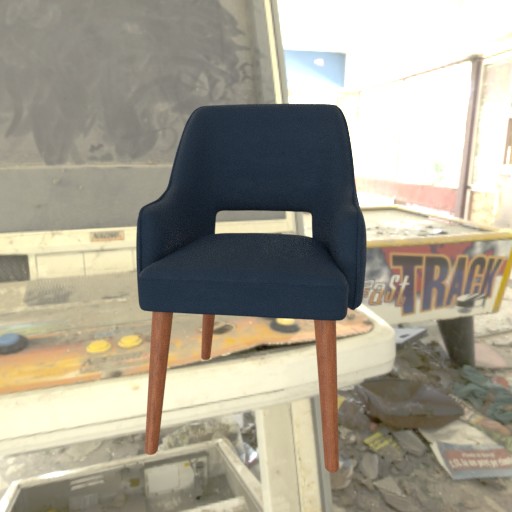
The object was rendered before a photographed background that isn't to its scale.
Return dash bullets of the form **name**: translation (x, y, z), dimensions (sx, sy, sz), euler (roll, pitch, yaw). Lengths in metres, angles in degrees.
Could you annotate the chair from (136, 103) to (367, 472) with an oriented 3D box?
- **chair**: translation (0.000, 0.000, 1.206), dimensions (0.559, 0.844, 0.591), euler (2, 13, 8)
